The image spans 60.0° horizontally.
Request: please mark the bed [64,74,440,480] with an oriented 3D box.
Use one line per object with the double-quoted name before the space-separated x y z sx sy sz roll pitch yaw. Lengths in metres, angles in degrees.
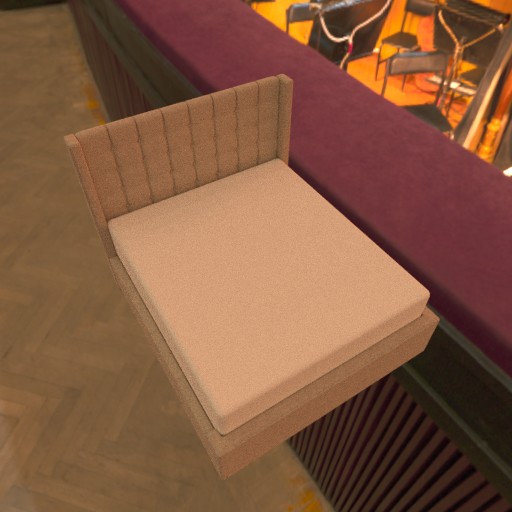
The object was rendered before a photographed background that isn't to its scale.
"bed" 0.000 0.000 3.716 2.045 1.743 2.370 -24 52 -21
